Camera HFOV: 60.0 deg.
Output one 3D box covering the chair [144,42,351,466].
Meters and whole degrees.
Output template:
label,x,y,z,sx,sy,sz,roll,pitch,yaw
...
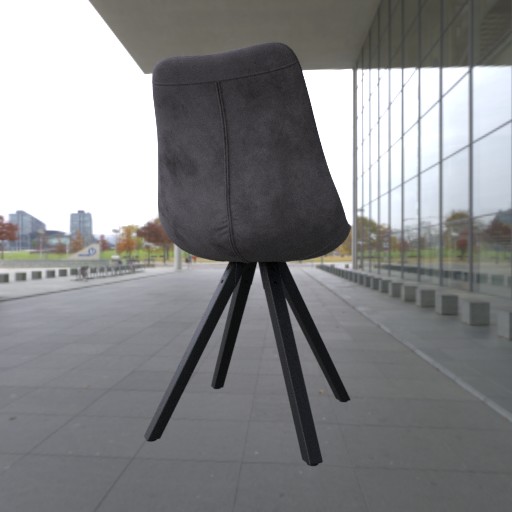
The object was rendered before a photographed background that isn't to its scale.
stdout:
label,x,y,z,sx,sy,sz,roll,pitch,yaw
chair,0.000,0.000,1.159,0.485,0.850,0.550,0,0,18
